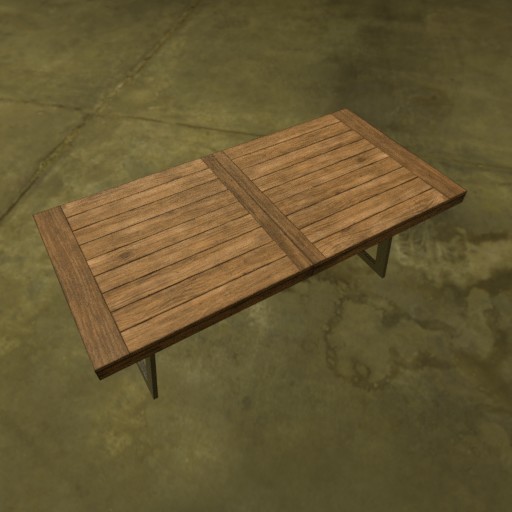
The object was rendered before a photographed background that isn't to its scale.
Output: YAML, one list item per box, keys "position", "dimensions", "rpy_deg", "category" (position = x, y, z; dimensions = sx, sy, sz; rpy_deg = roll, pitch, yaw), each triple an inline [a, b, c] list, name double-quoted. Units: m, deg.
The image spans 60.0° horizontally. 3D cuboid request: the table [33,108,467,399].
- position: [0.000, 0.000, 2.398]
  dimensions: [1.867, 0.757, 0.931]
  rpy_deg: [-24, 52, -21]
  category: "table"
